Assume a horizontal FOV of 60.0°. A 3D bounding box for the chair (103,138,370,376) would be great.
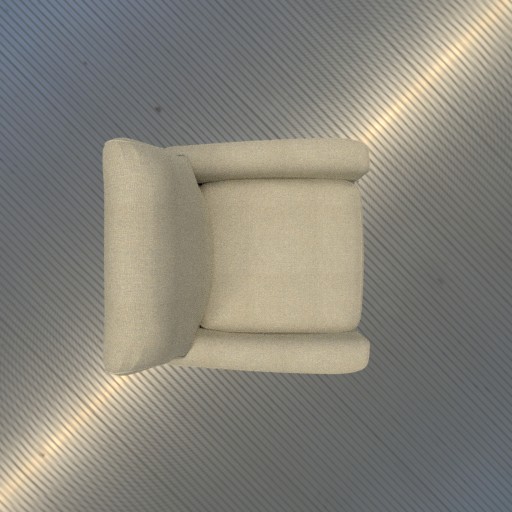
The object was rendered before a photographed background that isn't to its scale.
[{"bbox_3d":[0.000,0.000,1.658,0.853,1.006,0.850,0,90,0],"label":"chair"}]
